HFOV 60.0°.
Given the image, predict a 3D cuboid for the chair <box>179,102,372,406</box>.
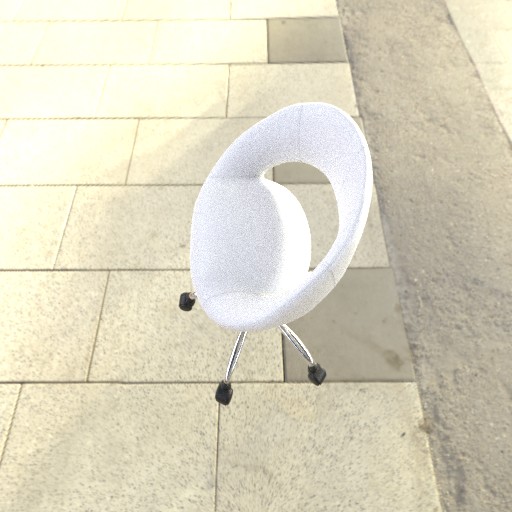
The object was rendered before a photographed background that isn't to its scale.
[{"bbox_3d":[0.000,0.000,1.222,0.538,0.791,0.612,-2,57,-1],"label":"chair"}]
